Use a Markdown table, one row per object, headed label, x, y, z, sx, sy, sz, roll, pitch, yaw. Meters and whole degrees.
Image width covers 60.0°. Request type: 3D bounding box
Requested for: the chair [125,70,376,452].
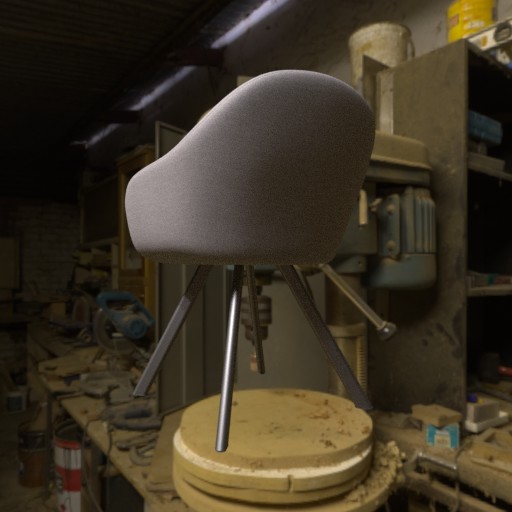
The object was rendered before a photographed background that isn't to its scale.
| label | x | y | z | sx | sy | sz | roll | pitch | yaw |
| --- | --- | --- | --- | --- | --- | --- | --- | --- | --- |
| chair | 0.000 | 0.000 | 1.168 | 0.540 | 0.780 | 0.570 | 1 | -1 | -35 |
